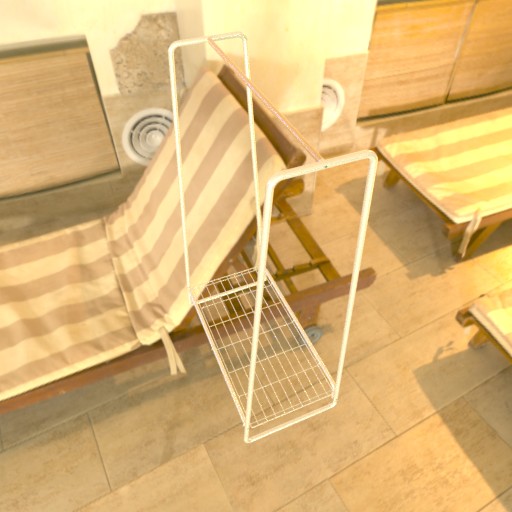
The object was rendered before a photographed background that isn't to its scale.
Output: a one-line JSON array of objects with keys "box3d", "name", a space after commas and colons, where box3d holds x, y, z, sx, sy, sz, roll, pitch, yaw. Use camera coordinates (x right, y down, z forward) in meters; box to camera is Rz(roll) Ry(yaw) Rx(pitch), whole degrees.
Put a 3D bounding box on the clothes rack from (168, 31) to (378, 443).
[{"box3d": [0.000, 0.000, 1.893, 0.495, 1.500, 0.900, -17, 48, -16], "name": "clothes rack"}]
